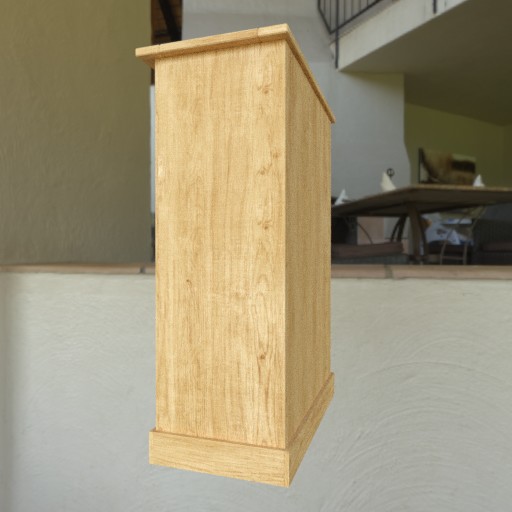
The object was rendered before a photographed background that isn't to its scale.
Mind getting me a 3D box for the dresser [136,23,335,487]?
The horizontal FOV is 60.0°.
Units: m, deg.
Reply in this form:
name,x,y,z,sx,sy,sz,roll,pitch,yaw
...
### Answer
name,x,y,z,sx,sy,sz,roll,pitch,yaw
dresser,0.000,0.000,1.736,0.485,1.300,0.915,0,1,18
